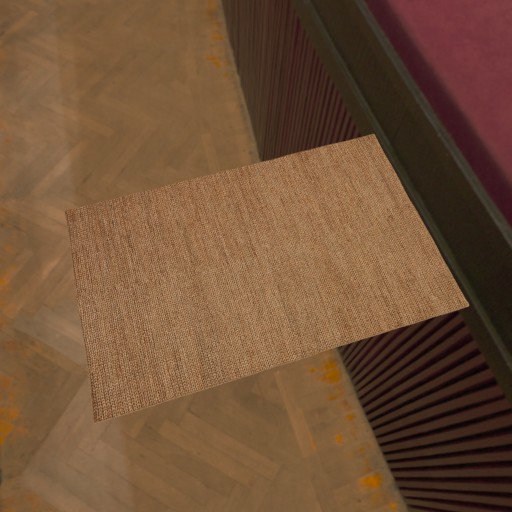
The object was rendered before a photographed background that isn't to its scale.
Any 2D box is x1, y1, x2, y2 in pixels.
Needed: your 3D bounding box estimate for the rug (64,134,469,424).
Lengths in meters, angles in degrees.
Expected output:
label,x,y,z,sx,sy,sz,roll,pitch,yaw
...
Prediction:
label,x,y,z,sx,sy,sz,roll,pitch,yaw
rug,0.000,0.000,3.046,2.438,0.034,1.521,-16,65,-8
